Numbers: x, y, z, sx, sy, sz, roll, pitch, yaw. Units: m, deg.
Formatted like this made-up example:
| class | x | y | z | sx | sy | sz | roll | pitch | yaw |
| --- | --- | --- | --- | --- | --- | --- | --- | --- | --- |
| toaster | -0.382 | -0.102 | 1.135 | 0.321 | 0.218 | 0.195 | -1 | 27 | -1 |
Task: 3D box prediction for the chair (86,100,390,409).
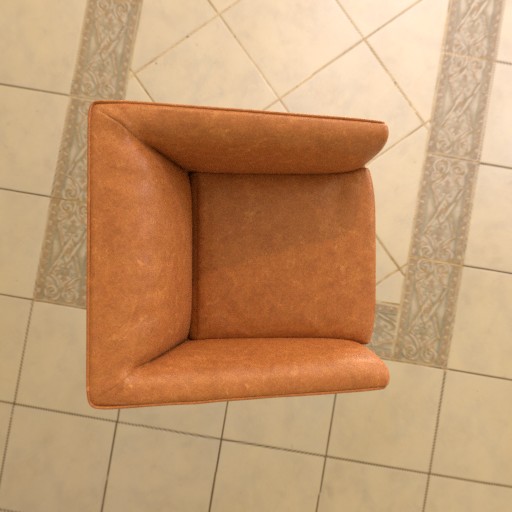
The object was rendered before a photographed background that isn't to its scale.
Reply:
| class | x | y | z | sx | sy | sz | roll | pitch | yaw |
| --- | --- | --- | --- | --- | --- | --- | --- | --- | --- |
| chair | 0.000 | 0.000 | 1.193 | 0.625 | 0.760 | 0.588 | 0 | 89 | 0 |
